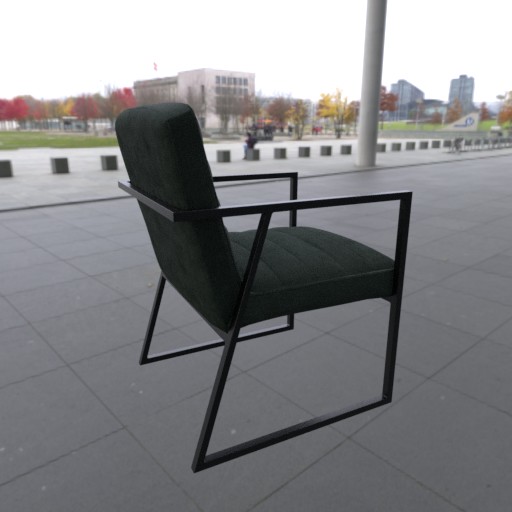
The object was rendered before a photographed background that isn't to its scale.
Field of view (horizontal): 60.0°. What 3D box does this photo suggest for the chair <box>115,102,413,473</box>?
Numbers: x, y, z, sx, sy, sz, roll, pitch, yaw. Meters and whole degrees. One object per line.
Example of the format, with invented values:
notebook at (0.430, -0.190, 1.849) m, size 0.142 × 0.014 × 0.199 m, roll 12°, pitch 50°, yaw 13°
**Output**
chair at (0.000, 0.000, 1.300) m, size 0.677 × 0.833 × 0.571 m, roll -8°, pitch 18°, yaw -26°
